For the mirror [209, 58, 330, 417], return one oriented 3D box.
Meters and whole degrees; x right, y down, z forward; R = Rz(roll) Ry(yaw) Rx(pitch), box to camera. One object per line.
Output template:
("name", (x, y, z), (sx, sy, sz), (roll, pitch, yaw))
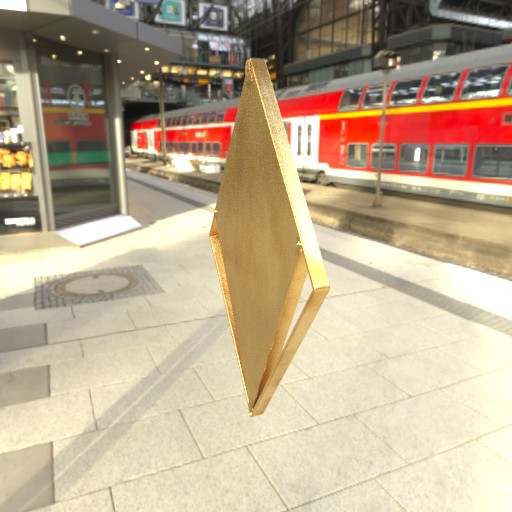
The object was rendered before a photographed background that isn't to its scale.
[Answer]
("mirror", (0.000, 0.000, 0.823), (0.032, 0.679, 0.419), (-7, 17, -26))
